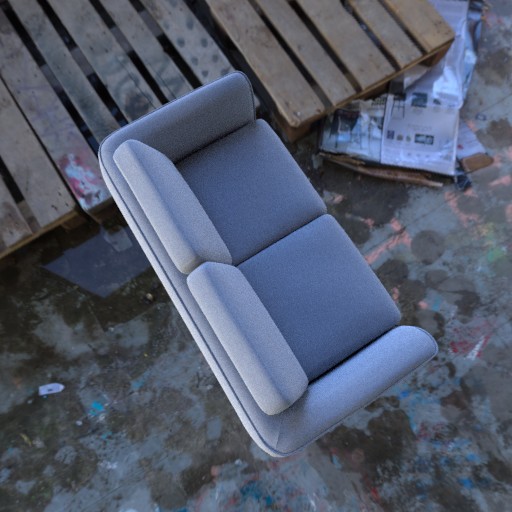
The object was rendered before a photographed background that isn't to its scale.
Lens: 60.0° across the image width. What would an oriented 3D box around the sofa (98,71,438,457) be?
[{"bbox_3d":[0.000,0.000,2.204,0.920,0.850,1.700,-31,77,-8],"label":"sofa"}]
